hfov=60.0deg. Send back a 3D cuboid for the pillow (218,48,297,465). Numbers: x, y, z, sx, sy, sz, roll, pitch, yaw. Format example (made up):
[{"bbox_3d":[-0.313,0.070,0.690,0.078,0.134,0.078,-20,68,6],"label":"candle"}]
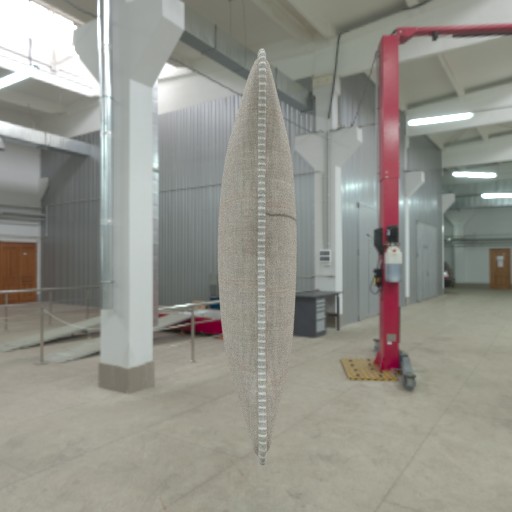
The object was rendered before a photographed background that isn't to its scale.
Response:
[{"bbox_3d":[0.000,0.000,0.740,0.124,0.494,0.485,0,-1,-2],"label":"pillow"}]
